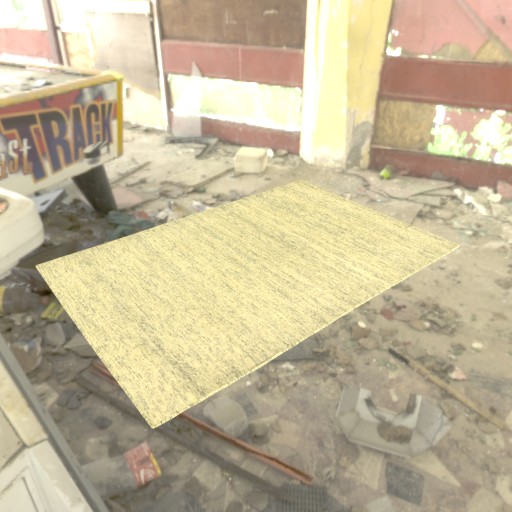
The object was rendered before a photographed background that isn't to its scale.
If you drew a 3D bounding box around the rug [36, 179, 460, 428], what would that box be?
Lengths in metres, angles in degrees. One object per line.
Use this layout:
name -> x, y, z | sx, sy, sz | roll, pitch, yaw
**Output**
rug -> 0.000, 0.000, 2.819 | 2.263, 0.017, 1.523 | -23, 38, -33
